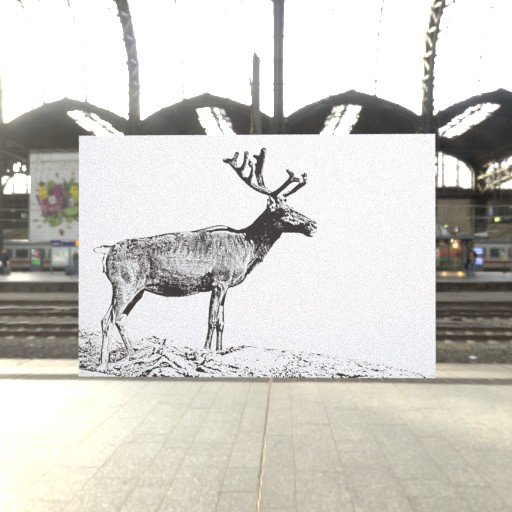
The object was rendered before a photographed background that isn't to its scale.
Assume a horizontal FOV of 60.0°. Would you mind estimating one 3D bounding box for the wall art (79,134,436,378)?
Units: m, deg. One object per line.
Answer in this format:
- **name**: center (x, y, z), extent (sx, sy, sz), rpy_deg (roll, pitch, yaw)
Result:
- **wall art**: center (0.000, 0.000, 0.776), extent (0.608, 0.414, 0.042), rpy_deg (0, 0, 1)
